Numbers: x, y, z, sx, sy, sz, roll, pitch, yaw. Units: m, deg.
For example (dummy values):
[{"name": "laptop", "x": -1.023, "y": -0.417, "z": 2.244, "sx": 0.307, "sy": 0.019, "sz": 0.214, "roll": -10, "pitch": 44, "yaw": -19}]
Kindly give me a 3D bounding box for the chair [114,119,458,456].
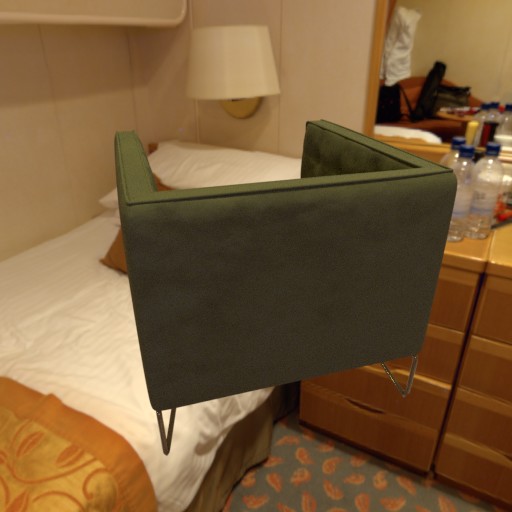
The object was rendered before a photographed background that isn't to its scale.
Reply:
[{"name": "chair", "x": 0.000, "y": 0.000, "z": 1.585, "sx": 0.880, "sy": 0.790, "sz": 0.894, "roll": -8, "pitch": 28, "yaw": -15}]
